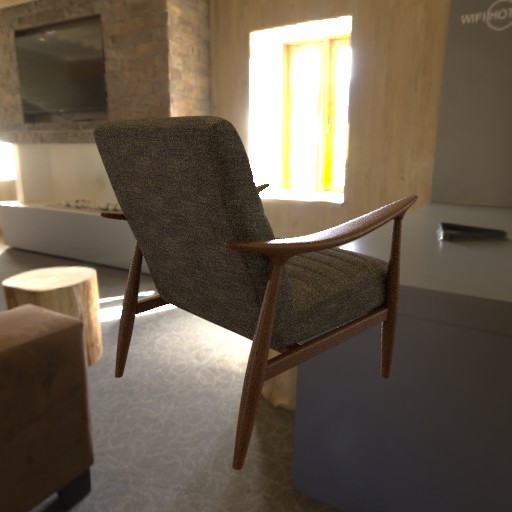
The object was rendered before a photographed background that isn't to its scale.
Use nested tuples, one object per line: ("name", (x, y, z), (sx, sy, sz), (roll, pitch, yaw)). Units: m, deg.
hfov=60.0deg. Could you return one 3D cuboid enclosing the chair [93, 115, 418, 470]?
("chair", (0.000, 0.000, 1.437), (0.798, 0.832, 0.741), (-13, 19, -42))
